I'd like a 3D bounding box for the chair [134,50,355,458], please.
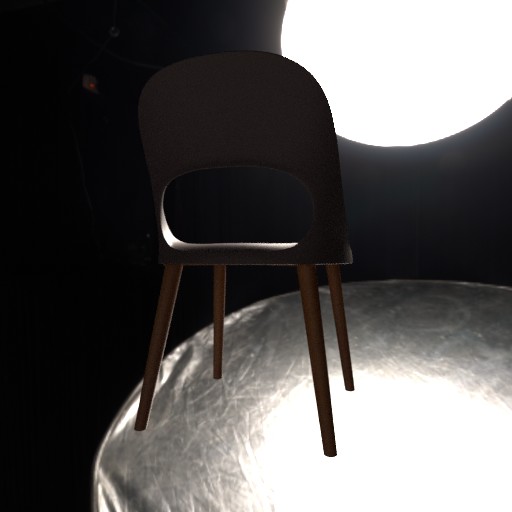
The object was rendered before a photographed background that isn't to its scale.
[{"bbox_3d":[0.000,0.000,1.128,0.470,0.794,0.556,0,0,18],"label":"chair"}]
